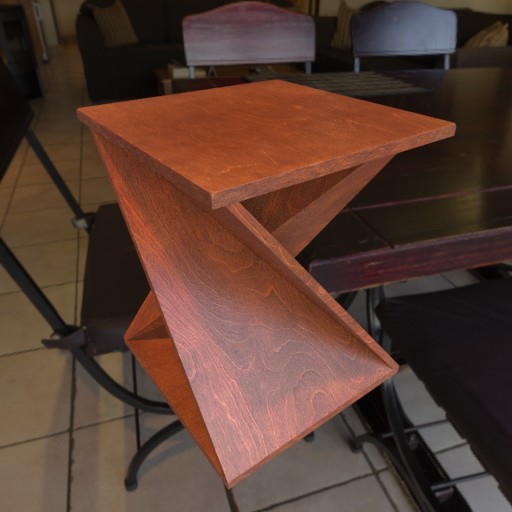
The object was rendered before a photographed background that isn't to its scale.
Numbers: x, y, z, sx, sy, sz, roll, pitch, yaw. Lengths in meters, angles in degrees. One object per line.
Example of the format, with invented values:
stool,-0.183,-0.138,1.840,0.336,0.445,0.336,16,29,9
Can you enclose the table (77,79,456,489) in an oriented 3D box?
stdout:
table,0.000,0.000,0.834,0.427,0.520,0.427,-21,38,-30
